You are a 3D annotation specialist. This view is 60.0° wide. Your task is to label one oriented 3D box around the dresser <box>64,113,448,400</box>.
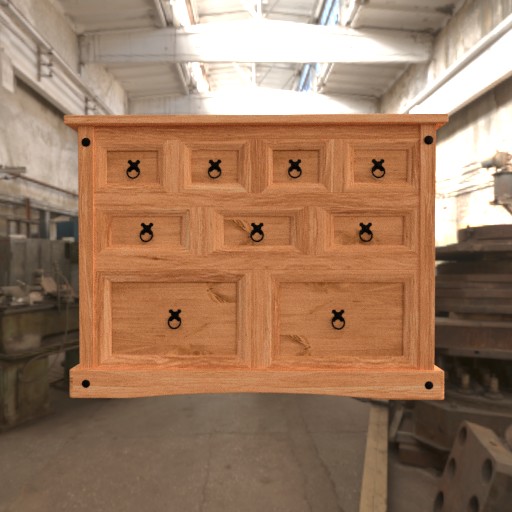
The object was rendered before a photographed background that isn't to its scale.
[{"bbox_3d":[0.000,0.000,1.349,0.990,0.740,0.410,0,1,1],"label":"dresser"}]
